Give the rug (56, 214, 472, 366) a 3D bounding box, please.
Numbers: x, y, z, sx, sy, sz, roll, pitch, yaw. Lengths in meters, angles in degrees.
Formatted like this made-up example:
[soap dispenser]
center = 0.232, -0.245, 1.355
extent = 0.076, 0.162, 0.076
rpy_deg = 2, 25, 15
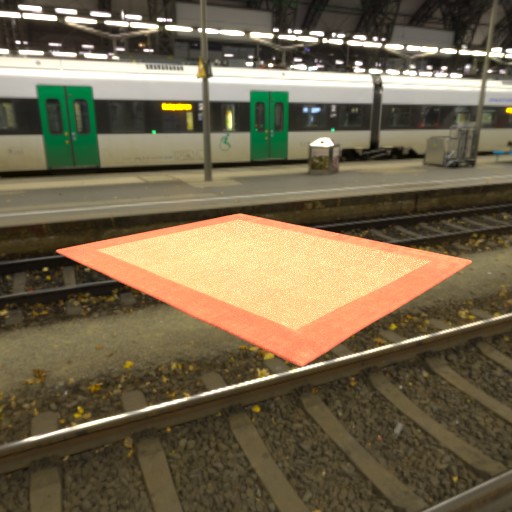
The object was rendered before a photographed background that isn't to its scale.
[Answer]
[rug]
center = 0.000, 0.000, 4.059
extent = 2.976, 0.018, 2.430
rpy_deg = 16, 23, 42
